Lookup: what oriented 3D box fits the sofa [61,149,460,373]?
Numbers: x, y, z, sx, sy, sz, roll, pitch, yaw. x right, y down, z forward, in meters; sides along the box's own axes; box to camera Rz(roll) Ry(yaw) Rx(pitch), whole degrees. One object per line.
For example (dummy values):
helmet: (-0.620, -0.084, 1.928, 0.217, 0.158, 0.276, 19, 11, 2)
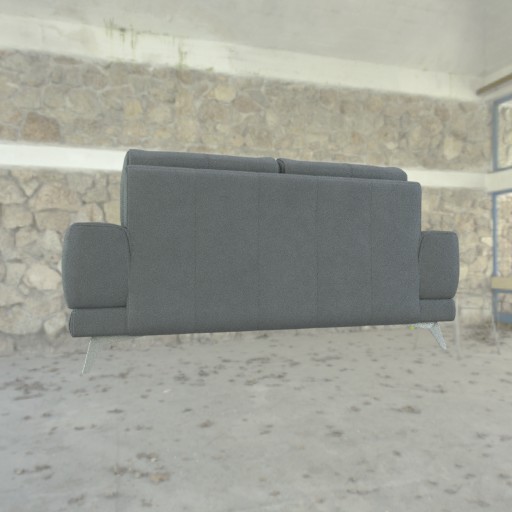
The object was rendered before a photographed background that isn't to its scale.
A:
sofa: (0.000, 0.000, 2.356, 1.806, 0.907, 1.018, 0, -1, -16)
